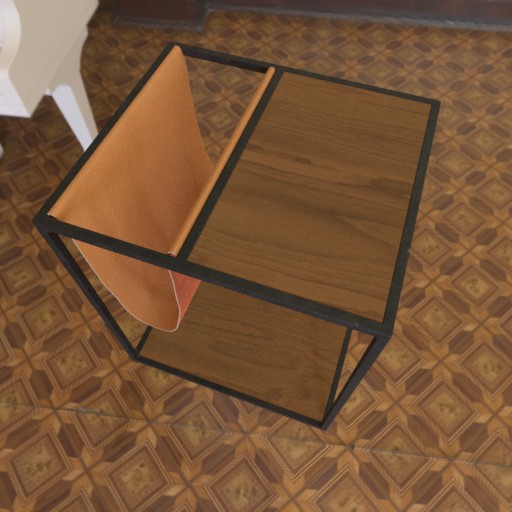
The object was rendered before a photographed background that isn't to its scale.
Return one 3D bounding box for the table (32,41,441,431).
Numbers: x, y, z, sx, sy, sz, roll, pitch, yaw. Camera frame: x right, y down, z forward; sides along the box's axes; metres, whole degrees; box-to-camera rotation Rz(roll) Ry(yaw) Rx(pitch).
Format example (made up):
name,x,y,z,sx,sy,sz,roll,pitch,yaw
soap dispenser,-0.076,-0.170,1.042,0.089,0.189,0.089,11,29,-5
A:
name,x,y,z,sx,sy,sz,roll,pitch,yaw
table,0.000,0.000,0.832,0.450,0.536,0.399,17,60,10
